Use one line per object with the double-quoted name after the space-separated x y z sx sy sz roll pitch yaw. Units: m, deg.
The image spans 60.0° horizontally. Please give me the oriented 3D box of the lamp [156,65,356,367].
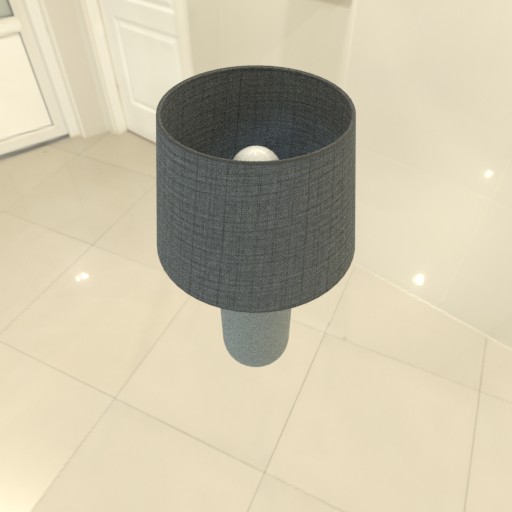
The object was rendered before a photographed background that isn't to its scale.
0.000 0.000 0.597 0.251 0.429 0.251 0 46 0 "lamp"
